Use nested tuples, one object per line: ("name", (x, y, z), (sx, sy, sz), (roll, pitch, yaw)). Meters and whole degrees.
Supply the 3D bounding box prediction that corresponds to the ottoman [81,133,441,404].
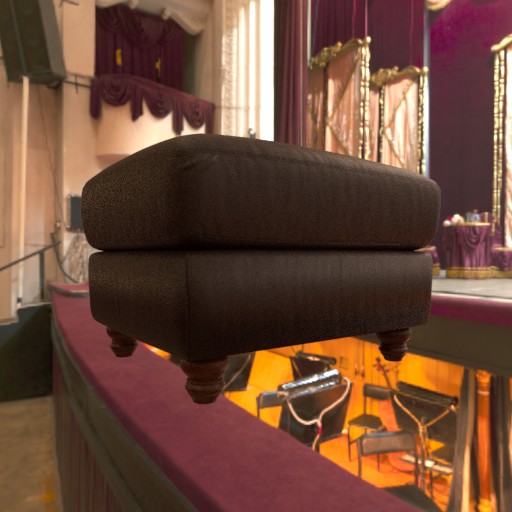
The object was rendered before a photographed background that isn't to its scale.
("ottoman", (0.000, 0.000, 1.240), (0.806, 0.569, 0.670), (0, 0, -35))
